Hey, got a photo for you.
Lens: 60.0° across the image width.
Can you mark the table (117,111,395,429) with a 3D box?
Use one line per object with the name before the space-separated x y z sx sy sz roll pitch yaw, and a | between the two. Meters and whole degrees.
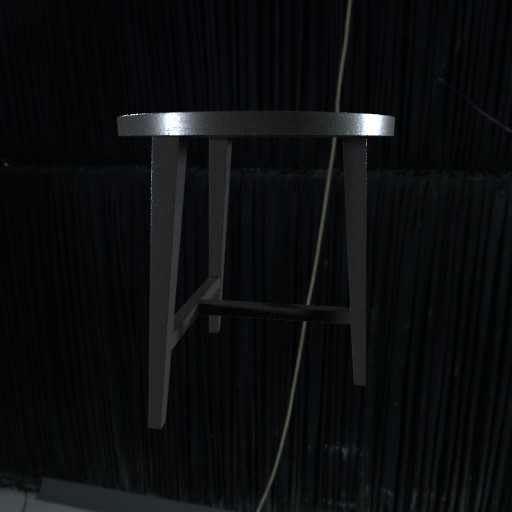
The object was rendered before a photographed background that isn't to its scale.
table | 0.000 0.000 0.900 0.500 0.531 0.500 0 15 0
